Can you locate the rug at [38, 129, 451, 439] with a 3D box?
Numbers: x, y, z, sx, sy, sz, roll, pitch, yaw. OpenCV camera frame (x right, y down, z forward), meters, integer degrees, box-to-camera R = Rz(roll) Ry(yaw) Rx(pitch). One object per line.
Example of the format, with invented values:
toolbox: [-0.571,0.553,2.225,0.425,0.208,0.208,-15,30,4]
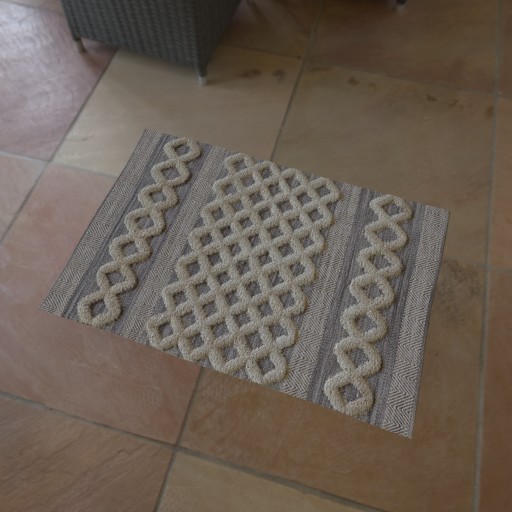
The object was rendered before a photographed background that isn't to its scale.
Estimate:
rug: [0.000,0.000,2.276,1.823,0.030,1.222,17,64,8]
